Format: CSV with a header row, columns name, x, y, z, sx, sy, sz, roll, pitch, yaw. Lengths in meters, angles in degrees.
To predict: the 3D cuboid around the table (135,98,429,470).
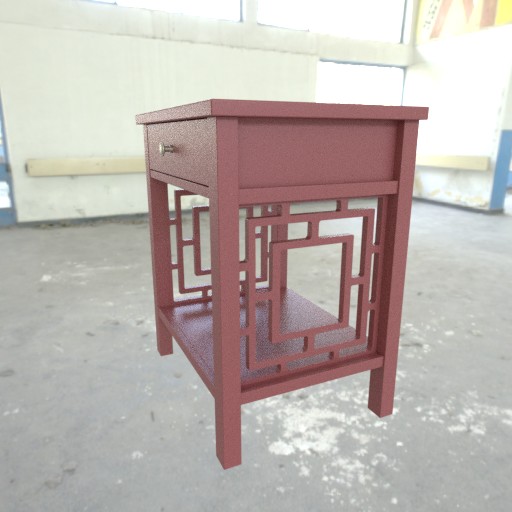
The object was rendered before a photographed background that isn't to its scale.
name,x,y,z,sx,sy,sz,roll,pitch,yaw
table,0.000,0.000,1.105,0.451,0.686,0.599,-7,17,-24
